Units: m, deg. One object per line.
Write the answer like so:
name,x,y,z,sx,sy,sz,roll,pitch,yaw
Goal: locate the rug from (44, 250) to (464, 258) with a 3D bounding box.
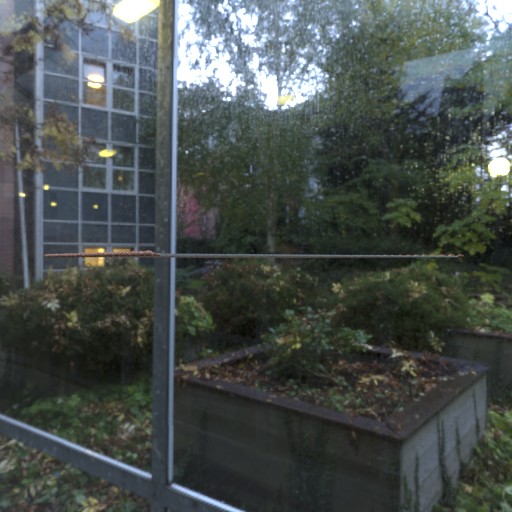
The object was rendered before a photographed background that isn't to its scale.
rug,0.000,0.000,4.391,3.369,0.035,2.451,0,0,-37
